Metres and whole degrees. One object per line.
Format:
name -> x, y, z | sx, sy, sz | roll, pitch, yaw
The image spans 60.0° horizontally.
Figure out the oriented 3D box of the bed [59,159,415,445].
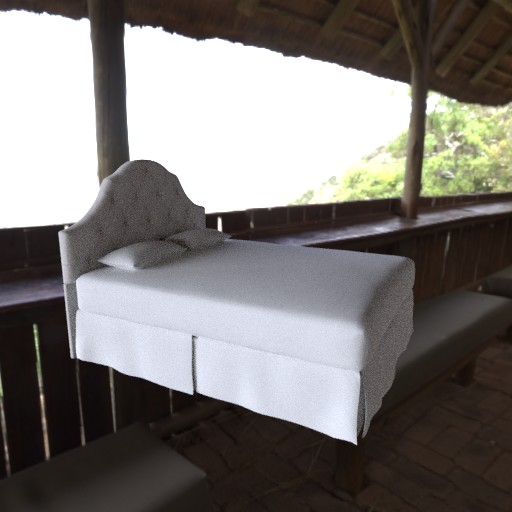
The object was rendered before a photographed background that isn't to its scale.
bed -> 0.000, 0.000, 3.815 | 2.477, 1.617, 2.039 | 7, 15, 26
